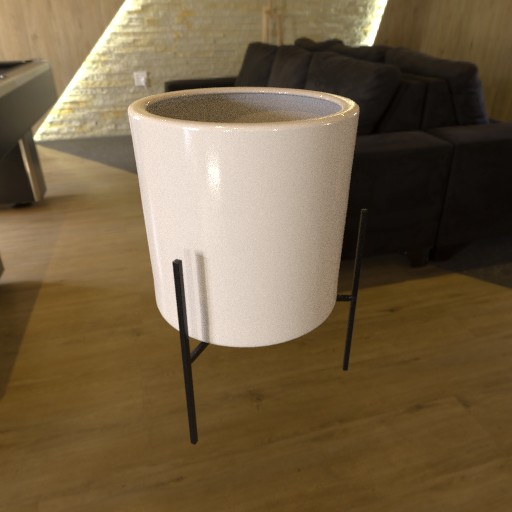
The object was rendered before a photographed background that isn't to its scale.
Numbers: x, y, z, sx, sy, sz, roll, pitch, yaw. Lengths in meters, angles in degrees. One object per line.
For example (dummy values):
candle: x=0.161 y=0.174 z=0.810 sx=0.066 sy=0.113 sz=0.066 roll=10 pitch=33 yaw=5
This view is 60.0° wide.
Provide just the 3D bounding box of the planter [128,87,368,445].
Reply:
planter: x=0.000 y=0.000 z=0.647 sx=0.308 sy=0.431 sz=0.307 roll=0 pitch=28 yaw=1
